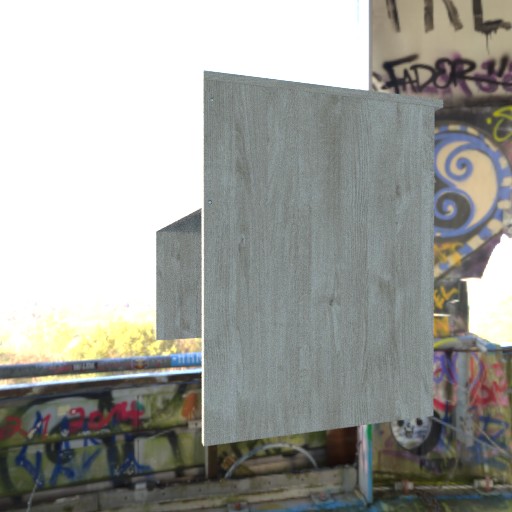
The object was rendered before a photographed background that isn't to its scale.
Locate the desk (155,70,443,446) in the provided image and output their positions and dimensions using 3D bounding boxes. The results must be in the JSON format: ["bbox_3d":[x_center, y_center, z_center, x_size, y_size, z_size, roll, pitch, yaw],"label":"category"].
[{"bbox_3d":[0.000,0.000,1.467,0.560,0.730,1.100,0,1,-17],"label":"desk"}]
